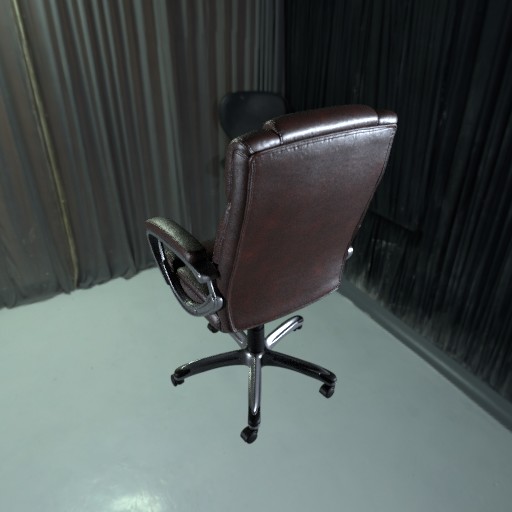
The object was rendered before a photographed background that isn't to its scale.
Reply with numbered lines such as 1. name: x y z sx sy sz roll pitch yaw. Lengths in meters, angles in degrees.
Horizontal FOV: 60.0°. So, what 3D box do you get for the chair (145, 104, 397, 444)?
1. chair: 0.000 0.000 1.586 0.656 1.128 0.692 -19 36 -29
